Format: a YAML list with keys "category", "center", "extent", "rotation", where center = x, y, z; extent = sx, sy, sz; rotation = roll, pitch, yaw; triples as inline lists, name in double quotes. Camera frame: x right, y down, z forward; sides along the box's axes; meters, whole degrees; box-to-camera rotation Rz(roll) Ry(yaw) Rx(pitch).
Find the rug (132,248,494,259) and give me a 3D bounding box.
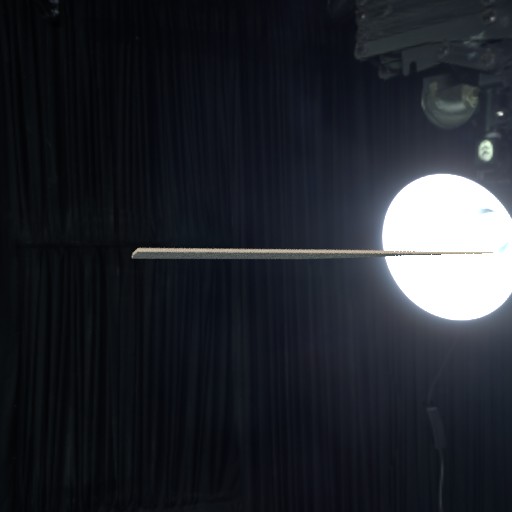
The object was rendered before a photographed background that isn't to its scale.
- category: "rug"
  center: [0.000, 0.000, 2.832]
  extent: [1.526, 0.014, 2.290]
  rotation: [0, -1, -16]
